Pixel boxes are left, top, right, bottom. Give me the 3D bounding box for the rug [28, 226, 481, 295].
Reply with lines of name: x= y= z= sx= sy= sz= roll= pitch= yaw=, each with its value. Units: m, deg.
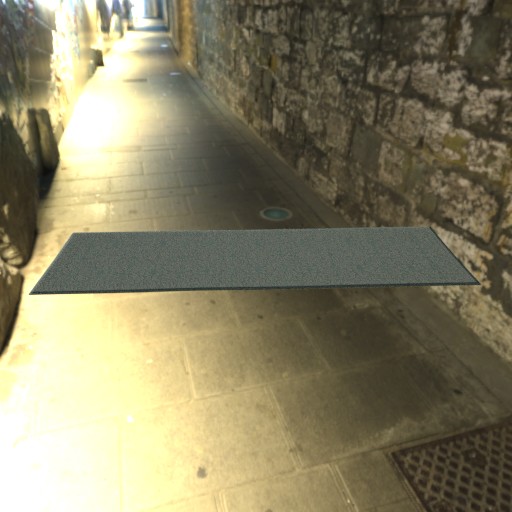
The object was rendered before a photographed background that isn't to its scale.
rug: x=0.000 y=0.000 z=2.433 sx=2.196 sy=0.011 sz=0.662 roll=-1 pitch=29 yaw=-2
